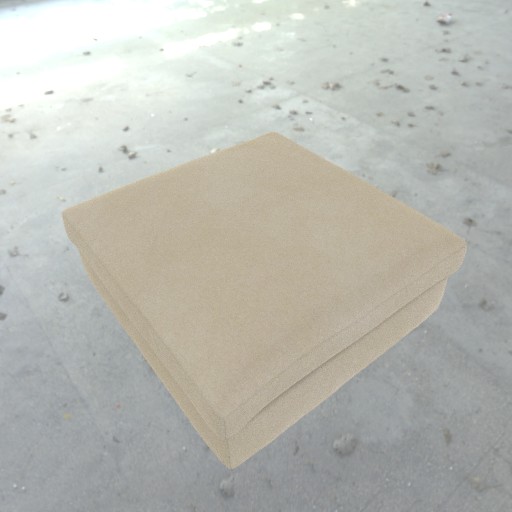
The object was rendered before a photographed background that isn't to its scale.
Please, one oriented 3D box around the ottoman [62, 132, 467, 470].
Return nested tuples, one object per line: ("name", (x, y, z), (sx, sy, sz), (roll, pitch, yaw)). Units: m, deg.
("ottoman", (0.000, 0.000, 1.885), (1.190, 0.522, 1.205), (-28, 49, -27))
